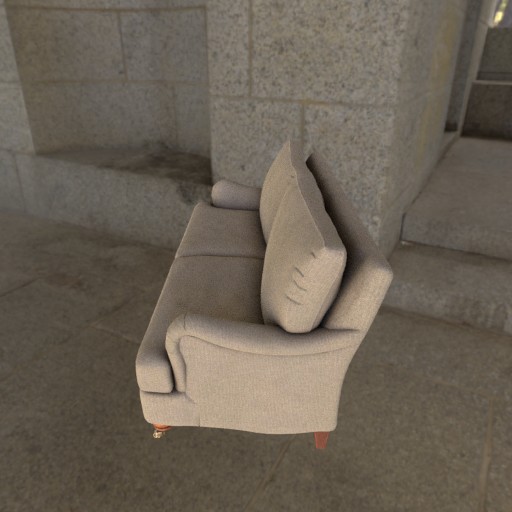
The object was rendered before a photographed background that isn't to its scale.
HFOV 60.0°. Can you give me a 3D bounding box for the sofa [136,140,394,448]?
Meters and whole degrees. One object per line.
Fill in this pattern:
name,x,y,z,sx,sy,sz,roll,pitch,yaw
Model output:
sofa,0.000,0.000,2.828,1.069,1.096,2.193,0,25,0
